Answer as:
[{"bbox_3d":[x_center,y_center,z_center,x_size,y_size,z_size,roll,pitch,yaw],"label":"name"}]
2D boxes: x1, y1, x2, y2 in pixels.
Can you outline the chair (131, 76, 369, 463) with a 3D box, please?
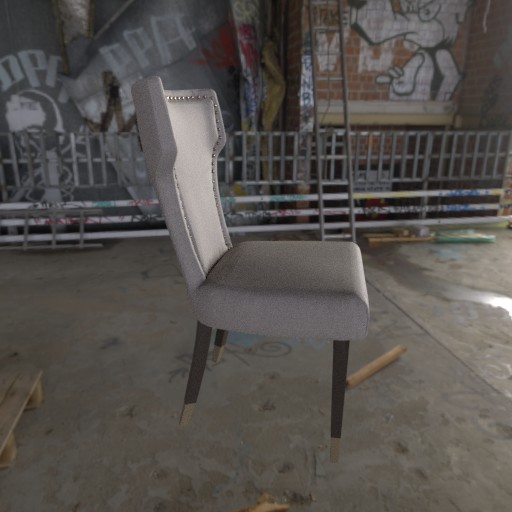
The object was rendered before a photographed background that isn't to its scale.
[{"bbox_3d":[0.000,0.000,1.302,0.630,0.950,0.526,3,18,10],"label":"chair"}]
